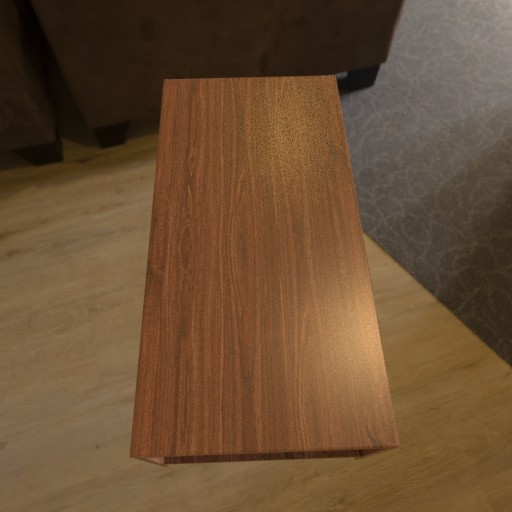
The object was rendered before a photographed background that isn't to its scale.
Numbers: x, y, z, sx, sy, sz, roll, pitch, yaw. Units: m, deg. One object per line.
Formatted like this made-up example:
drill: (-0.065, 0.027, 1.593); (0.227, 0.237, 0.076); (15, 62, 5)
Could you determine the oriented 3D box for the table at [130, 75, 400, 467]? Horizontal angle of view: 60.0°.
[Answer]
table: (0.000, 0.000, 1.441); (0.600, 0.400, 1.200); (-2, 62, -1)
